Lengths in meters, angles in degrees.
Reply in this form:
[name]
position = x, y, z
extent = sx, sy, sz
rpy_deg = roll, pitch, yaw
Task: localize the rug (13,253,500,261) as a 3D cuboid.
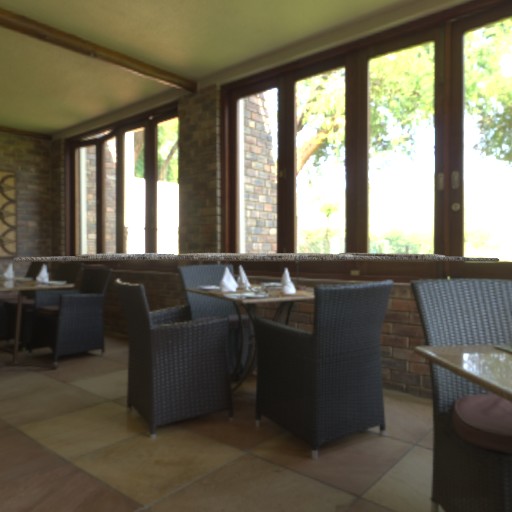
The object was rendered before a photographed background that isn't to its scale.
[rug]
position = 0.000, 0.000, 2.257
extent = 1.823, 0.030, 1.222
rpy_deg = 0, 1, -1
